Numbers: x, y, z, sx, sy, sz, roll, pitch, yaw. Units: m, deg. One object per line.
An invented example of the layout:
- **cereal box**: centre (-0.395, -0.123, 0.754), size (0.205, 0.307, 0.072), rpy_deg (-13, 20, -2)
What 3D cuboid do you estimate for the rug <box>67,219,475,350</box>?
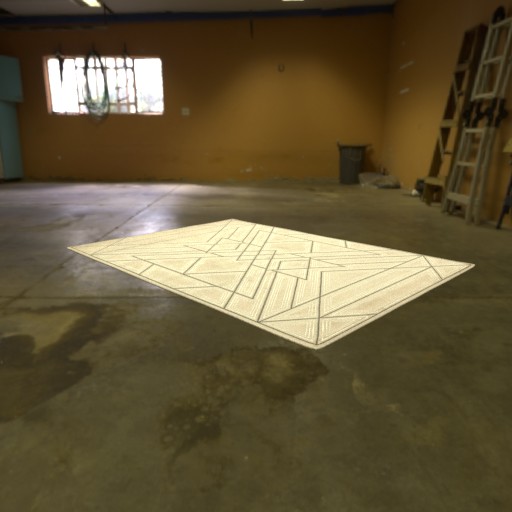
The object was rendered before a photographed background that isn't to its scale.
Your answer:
- **rug**: centre (0.000, 0.000, 4.467), size (2.436, 0.026, 3.381), rpy_deg (-15, 21, -43)
